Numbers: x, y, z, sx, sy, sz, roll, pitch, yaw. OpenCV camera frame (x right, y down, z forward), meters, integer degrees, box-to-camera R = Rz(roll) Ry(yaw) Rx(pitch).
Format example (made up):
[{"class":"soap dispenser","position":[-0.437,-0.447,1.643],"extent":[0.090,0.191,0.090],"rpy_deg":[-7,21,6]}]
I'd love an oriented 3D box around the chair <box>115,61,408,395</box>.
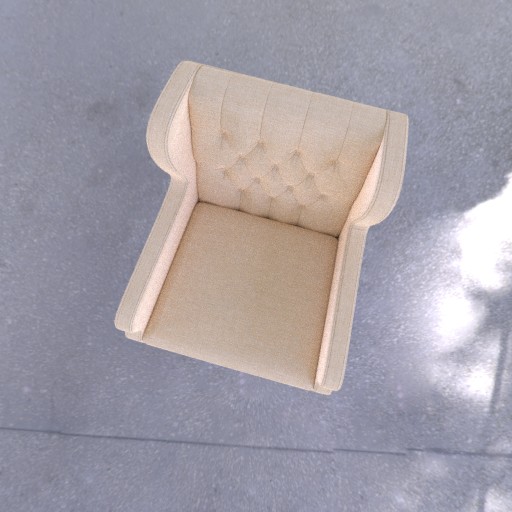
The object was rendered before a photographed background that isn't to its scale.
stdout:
[{"class":"chair","position":[0.000,0.000,1.501],"extent":[0.710,0.930,0.760],"rpy_deg":[15,77,4]}]
